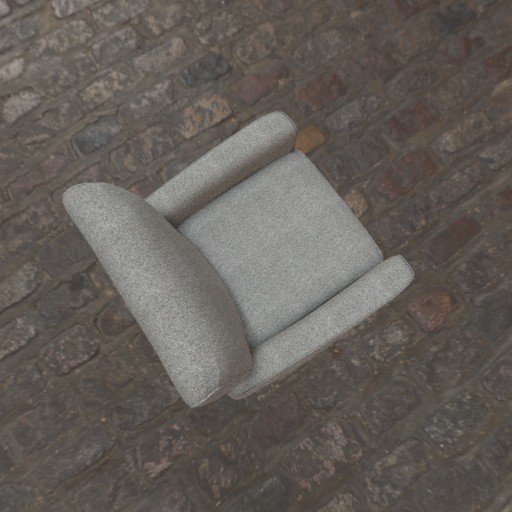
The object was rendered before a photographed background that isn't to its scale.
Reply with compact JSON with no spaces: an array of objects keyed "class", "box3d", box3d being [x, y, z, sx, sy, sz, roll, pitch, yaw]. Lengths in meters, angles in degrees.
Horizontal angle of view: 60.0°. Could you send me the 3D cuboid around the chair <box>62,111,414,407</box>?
[{"class":"chair","box3d":[0.000,0.000,1.651,0.858,1.028,0.841,-34,77,-9]}]
